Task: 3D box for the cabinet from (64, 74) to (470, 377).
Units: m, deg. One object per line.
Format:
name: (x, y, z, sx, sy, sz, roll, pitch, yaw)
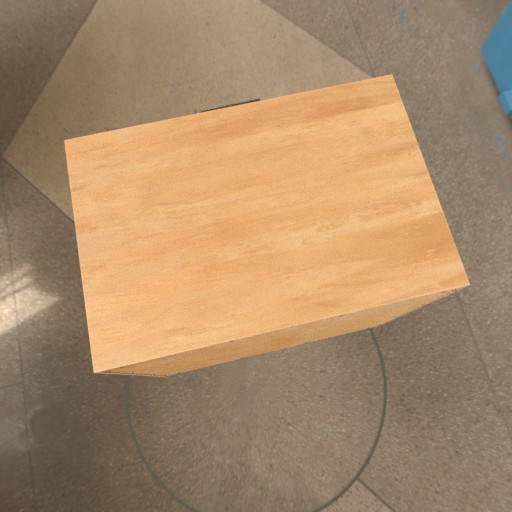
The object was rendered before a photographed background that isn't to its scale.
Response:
cabinet: (0.000, 0.000, 0.970, 0.551, 0.599, 0.394, -13, 75, -4)
